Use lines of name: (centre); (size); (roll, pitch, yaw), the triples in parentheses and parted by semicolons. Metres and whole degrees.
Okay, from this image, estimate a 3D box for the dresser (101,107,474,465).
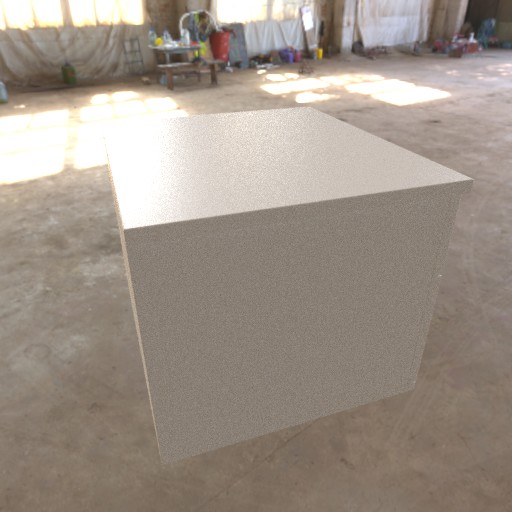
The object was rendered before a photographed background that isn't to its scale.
dresser: (0.000, 0.000, 0.713); (0.400, 0.360, 0.430); (-10, 31, -17)
